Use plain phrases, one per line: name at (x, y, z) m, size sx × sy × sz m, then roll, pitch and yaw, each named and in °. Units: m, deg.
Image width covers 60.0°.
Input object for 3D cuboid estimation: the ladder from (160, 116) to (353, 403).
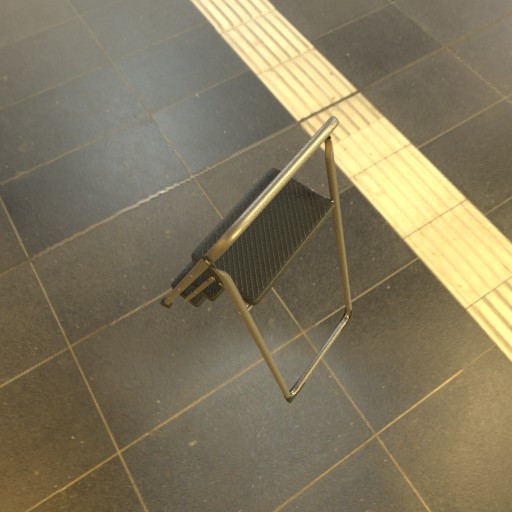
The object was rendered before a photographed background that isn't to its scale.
ladder at (0.000, 0.000, 1.298) m, size 0.629 × 0.945 × 0.430 m, roll 35°, pitch 69°, yaw 15°
